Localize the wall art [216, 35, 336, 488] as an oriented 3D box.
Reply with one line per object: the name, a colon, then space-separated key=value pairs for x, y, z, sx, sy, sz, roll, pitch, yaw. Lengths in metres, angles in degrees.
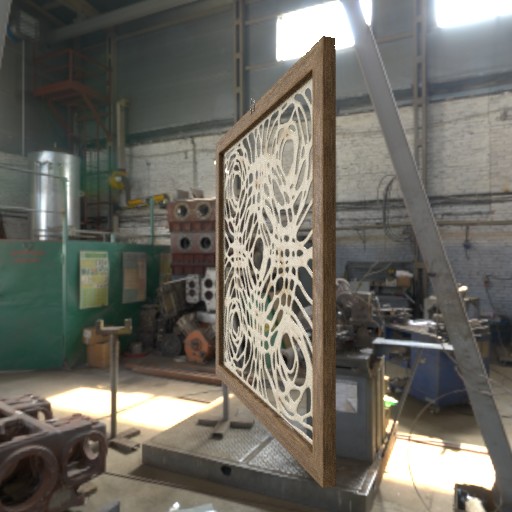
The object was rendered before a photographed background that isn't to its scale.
wall art: x=0.000 y=0.000 z=0.815 sx=0.021 sy=0.576 sz=0.561 roll=0 pitch=0 yaw=-19
